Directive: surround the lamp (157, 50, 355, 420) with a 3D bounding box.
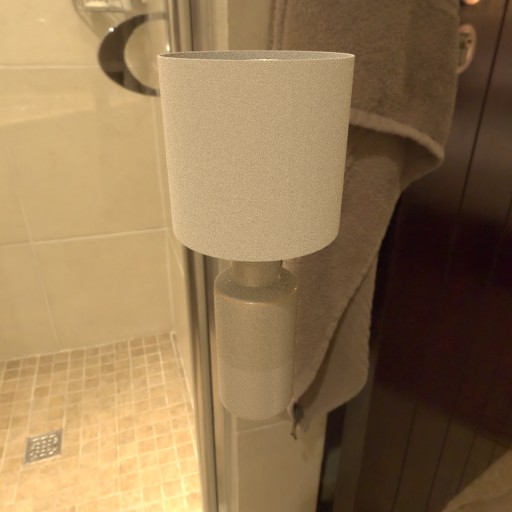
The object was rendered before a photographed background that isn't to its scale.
[{"bbox_3d":[0.000,0.000,0.595,0.212,0.493,0.212,18,32,32],"label":"lamp"}]
